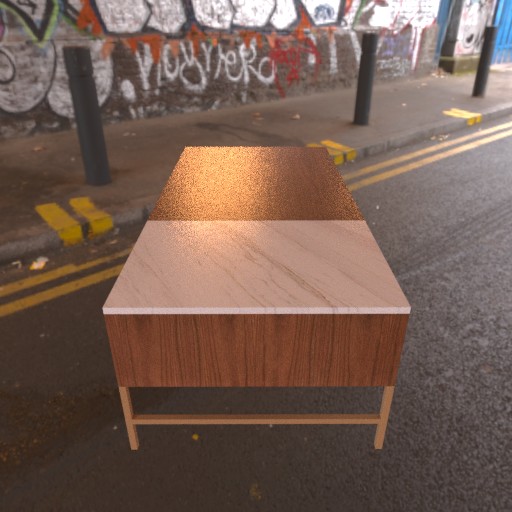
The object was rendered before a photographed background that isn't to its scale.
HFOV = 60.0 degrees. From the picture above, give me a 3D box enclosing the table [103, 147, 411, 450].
[{"bbox_3d":[0.000,0.000,1.947,0.789,0.551,1.553,0,29,0],"label":"table"}]
